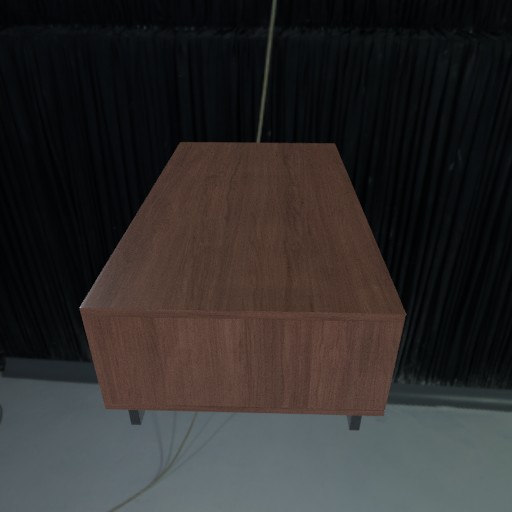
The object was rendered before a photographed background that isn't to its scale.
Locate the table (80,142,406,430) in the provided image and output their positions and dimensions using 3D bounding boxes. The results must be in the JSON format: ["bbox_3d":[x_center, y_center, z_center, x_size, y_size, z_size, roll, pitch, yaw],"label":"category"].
[{"bbox_3d":[0.000,0.000,1.319,0.600,0.380,1.020,1,31,1],"label":"table"}]
